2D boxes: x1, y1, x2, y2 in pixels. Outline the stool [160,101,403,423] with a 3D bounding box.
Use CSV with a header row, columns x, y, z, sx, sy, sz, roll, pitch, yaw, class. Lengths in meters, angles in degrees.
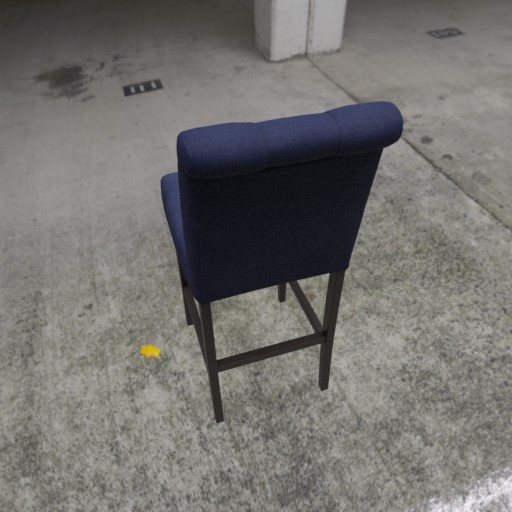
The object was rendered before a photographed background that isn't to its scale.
x,y,z,sx,sy,sz,roll,pitch,yaw,class
0.000,0.000,1.413,0.493,1.140,0.601,-13,44,-14,stool
